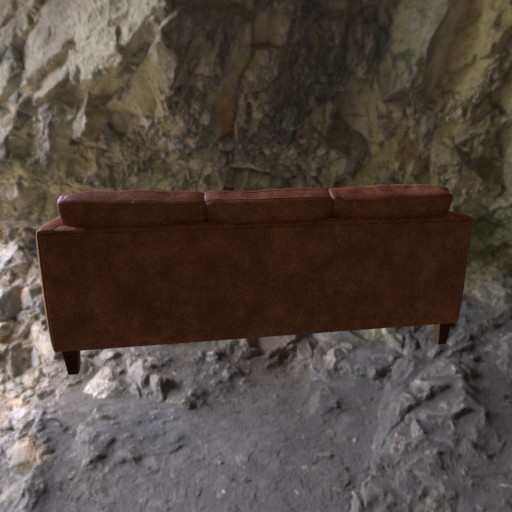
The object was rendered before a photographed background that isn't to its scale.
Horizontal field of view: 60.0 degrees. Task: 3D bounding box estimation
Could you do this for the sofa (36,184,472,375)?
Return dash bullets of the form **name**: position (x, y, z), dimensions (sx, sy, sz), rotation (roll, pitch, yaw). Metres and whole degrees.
- **sofa**: position (0.000, 0.000, 2.991), dimensions (2.464, 1.006, 1.045), rotation (-2, 15, -9)
